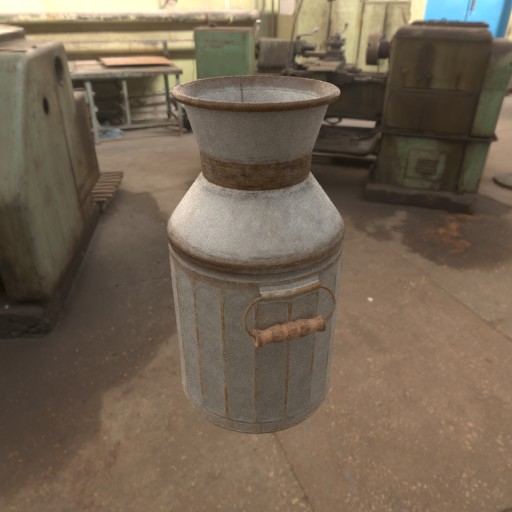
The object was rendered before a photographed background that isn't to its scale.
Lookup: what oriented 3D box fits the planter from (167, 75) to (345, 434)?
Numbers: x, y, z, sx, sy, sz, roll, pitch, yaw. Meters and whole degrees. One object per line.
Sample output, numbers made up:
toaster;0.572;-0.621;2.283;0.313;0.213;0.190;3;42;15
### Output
planter;0.000;0.000;0.550;0.214;0.396;0.245;-10;32;-17
